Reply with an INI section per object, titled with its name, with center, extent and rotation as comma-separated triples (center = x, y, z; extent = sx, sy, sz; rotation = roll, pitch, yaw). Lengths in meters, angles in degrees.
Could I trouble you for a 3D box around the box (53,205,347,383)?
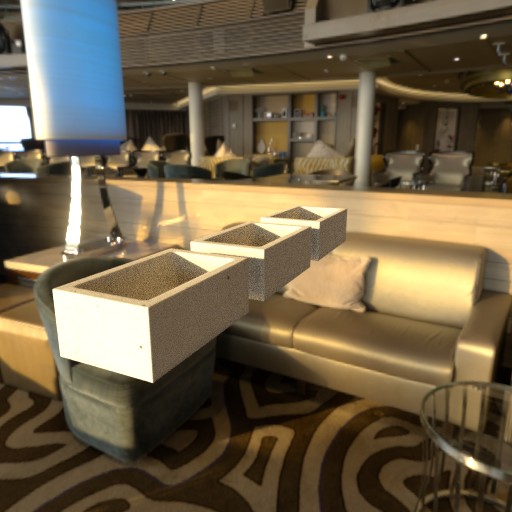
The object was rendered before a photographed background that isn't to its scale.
[box]
center = 0.000, 0.000, 0.489
extent = 0.082, 0.051, 0.461
rotation = 7, 16, 25
